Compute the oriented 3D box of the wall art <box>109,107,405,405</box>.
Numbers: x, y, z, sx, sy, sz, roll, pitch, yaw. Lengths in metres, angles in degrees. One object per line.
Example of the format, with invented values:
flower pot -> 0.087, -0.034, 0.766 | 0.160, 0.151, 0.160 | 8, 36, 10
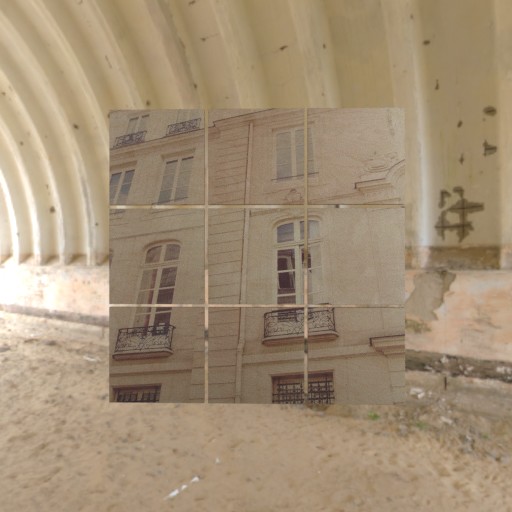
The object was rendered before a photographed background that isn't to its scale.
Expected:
wall art -> 0.000, 0.000, 1.842 | 1.221, 1.218, 0.024 | 0, 0, 1
